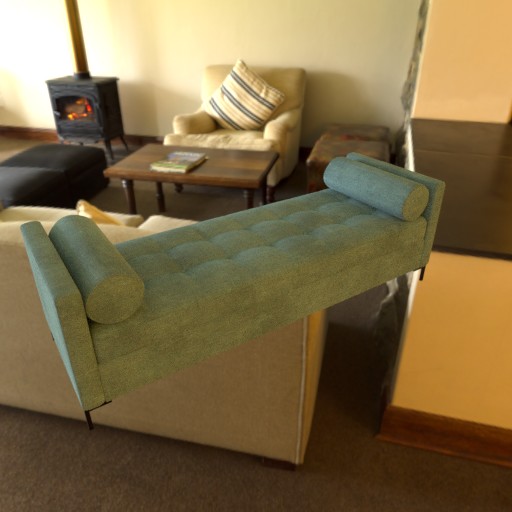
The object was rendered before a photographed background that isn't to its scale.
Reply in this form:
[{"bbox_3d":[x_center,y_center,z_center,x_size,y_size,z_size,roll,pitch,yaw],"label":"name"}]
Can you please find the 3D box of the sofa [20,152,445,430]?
[{"bbox_3d":[0.000,0.000,2.265,1.981,0.635,0.686,-18,34,-29],"label":"sofa"}]
